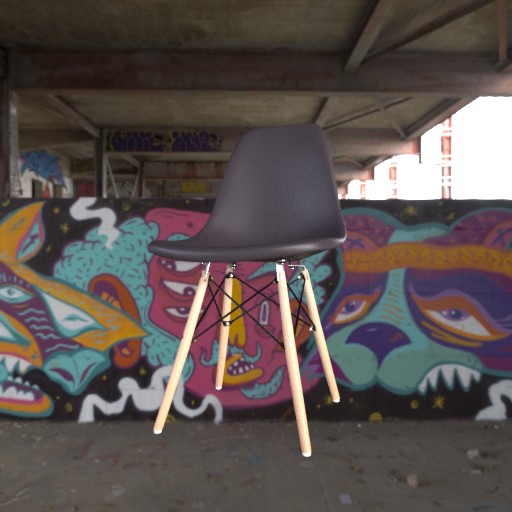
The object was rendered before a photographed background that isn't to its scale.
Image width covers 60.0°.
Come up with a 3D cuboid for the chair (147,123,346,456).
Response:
[{"bbox_3d":[0.000,0.000,1.163,0.470,0.825,0.533,0,0,19],"label":"chair"}]
